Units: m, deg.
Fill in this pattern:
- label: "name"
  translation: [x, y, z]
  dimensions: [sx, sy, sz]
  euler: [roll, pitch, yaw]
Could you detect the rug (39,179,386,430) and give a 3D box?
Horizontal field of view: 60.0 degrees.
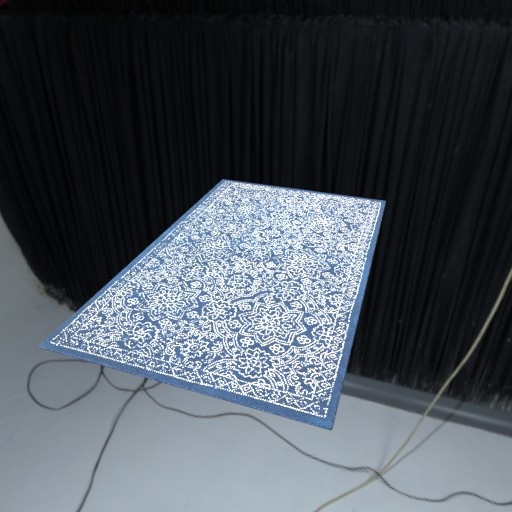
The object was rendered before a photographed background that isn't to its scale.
- label: "rug"
  translation: [0.000, 0.000, 3.055]
  dimensions: [1.526, 0.015, 2.441]
  euler: [10, 33, 16]
